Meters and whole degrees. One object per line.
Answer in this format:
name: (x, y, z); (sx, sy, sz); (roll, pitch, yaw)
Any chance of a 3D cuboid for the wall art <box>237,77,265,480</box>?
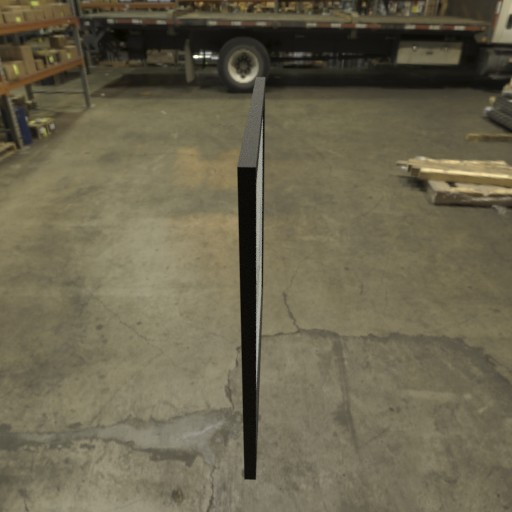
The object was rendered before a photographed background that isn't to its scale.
wall art: (0.000, 0.000, 0.544); (0.013, 0.356, 0.356); (1, 31, 2)
